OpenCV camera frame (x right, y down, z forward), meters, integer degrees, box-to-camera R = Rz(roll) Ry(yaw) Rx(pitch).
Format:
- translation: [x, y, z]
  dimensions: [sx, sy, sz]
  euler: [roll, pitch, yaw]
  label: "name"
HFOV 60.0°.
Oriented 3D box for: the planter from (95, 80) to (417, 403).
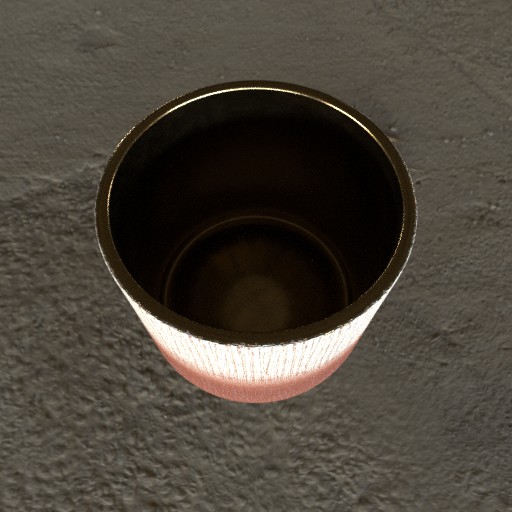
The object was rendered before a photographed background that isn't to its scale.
- translation: [0.000, 0.000, 0.442]
  dimensions: [0.254, 0.221, 0.254]
  euler: [0, 62, 0]
  label: "planter"
